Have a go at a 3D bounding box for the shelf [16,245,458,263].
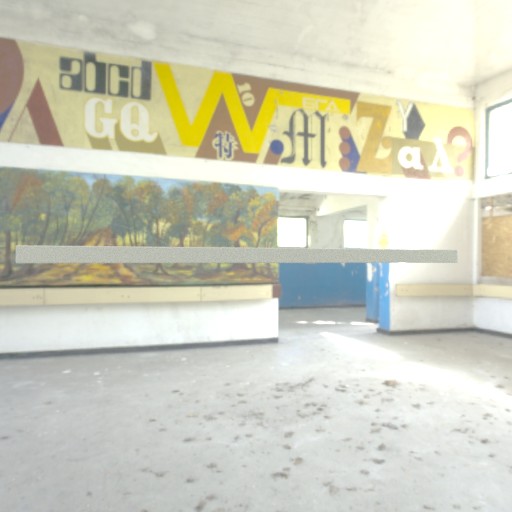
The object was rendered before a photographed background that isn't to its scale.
[{"bbox_3d":[0.000,0.000,0.655,0.610,0.020,0.140,0,-1,-18],"label":"shelf"}]
